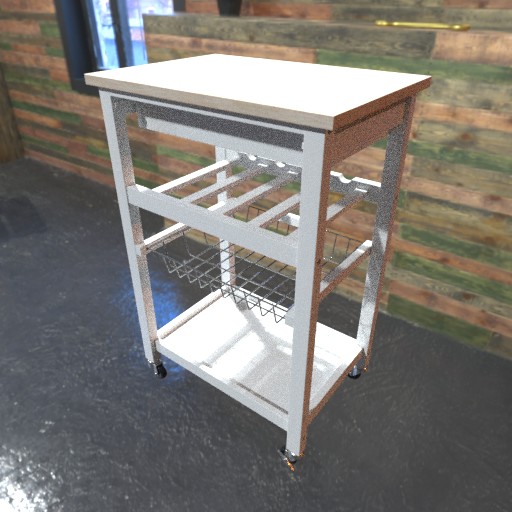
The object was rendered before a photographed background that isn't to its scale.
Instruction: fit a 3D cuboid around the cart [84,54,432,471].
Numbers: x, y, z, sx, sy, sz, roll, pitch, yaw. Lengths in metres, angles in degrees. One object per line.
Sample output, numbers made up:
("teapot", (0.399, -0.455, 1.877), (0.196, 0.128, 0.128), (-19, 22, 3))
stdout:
("cart", (0.000, 0.000, 1.120), (0.578, 0.857, 0.406), (21, 37, 31))
